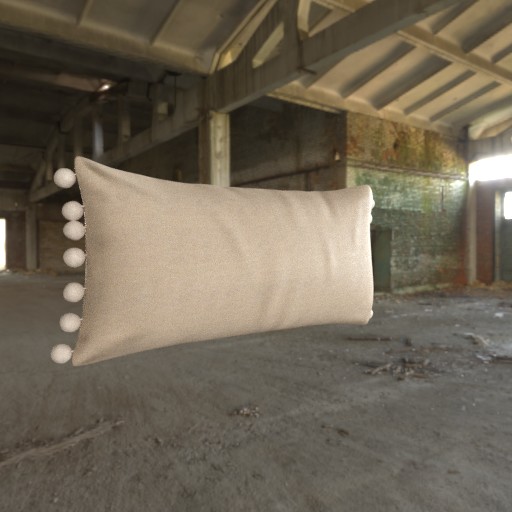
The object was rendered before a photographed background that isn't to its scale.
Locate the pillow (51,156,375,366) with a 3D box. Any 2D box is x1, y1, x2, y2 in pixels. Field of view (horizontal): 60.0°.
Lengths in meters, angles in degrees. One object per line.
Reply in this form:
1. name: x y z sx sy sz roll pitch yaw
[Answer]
1. pillow: 0.000 0.000 0.829 0.709 0.322 0.201 -1 1 -37
